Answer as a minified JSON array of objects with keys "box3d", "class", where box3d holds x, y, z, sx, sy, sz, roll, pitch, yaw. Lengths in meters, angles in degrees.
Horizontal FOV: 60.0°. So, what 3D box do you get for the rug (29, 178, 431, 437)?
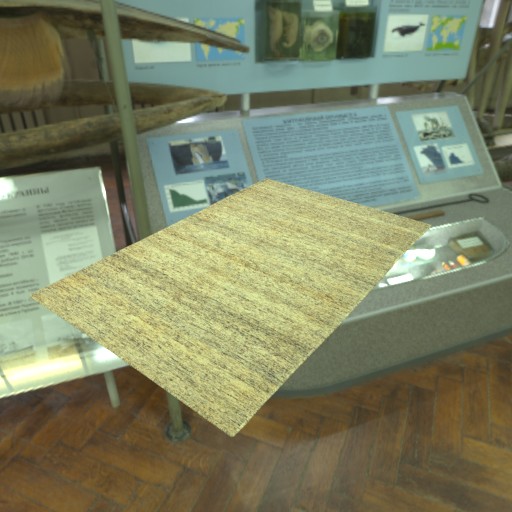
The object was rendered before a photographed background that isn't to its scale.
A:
[{"box3d":[0.000,0.000,2.352,1.243,0.014,1.846,22,38,31],"class":"rug"}]
